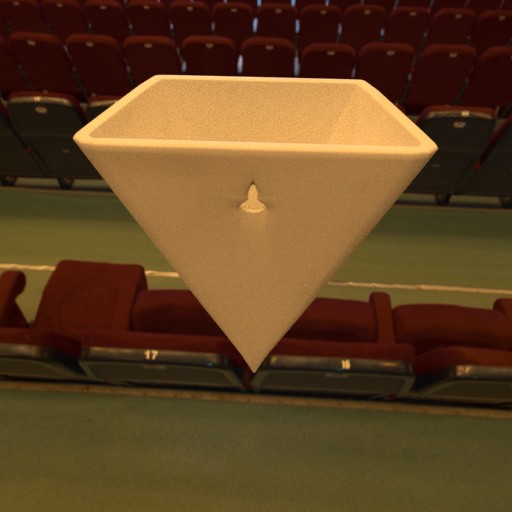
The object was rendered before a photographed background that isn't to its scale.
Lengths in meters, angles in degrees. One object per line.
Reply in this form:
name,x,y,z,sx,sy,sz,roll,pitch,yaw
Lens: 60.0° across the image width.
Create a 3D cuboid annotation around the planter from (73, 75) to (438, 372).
planter,0.000,0.000,0.271,0.150,0.197,0.060,2,48,2
